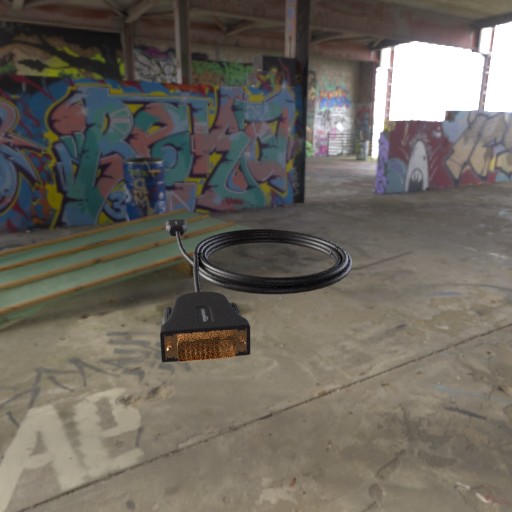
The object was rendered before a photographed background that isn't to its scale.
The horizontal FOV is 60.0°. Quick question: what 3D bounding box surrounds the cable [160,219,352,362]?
[{"bbox_3d":[0.000,0.000,0.332,0.136,0.015,0.281,-3,16,-10],"label":"cable"}]
